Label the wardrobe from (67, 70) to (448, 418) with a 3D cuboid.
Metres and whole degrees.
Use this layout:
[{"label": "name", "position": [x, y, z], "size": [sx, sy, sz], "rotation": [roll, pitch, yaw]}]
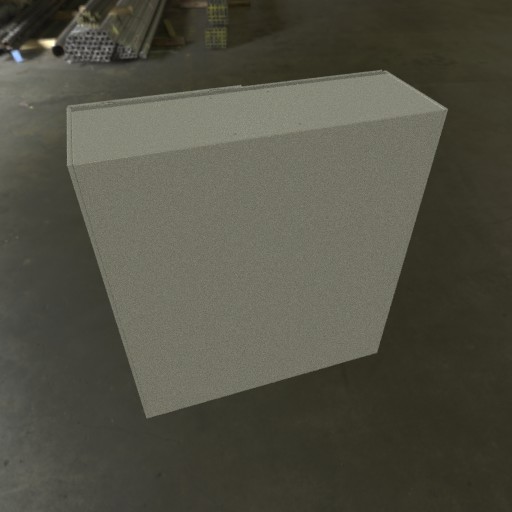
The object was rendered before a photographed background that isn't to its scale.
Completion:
[{"label": "wardrobe", "position": [0.000, 0.000, 2.831], "size": [1.780, 1.960, 0.629], "rotation": [-12, 42, -14]}]
